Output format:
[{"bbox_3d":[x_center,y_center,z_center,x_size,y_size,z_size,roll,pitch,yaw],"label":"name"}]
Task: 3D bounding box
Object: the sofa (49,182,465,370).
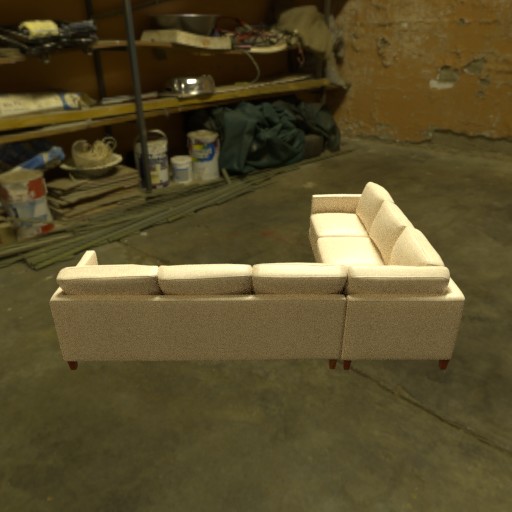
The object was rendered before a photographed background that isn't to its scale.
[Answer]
[{"bbox_3d":[0.000,0.000,4.681,3.302,0.947,2.593,0,26,0],"label":"sofa"}]
